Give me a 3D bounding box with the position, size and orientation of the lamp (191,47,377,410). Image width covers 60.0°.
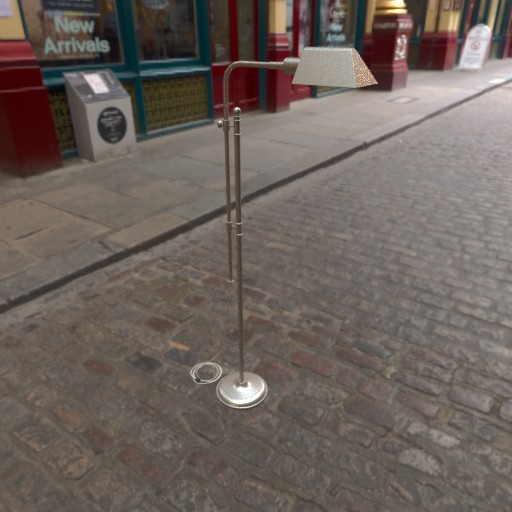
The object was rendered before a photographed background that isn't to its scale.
[{"bbox_3d":[0.000,0.000,1.837,0.813,1.571,0.256,17,31,31],"label":"lamp"}]
